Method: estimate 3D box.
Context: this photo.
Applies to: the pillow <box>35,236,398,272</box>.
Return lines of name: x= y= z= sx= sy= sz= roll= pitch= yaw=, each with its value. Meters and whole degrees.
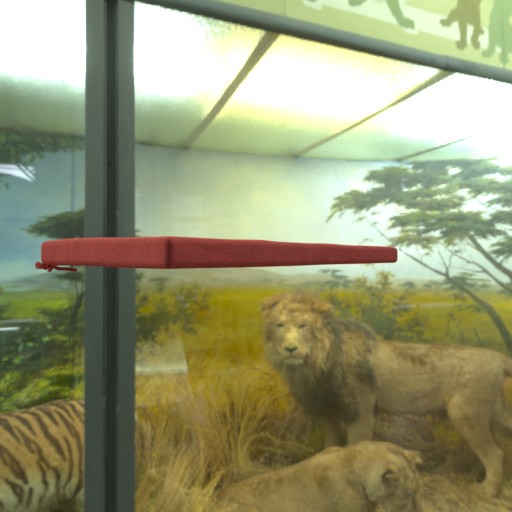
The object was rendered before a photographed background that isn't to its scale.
pillow: x=0.000 y=0.000 z=1.370 sx=0.492 sy=0.081 sz=1.187 roll=0 pitch=0 yaw=37
